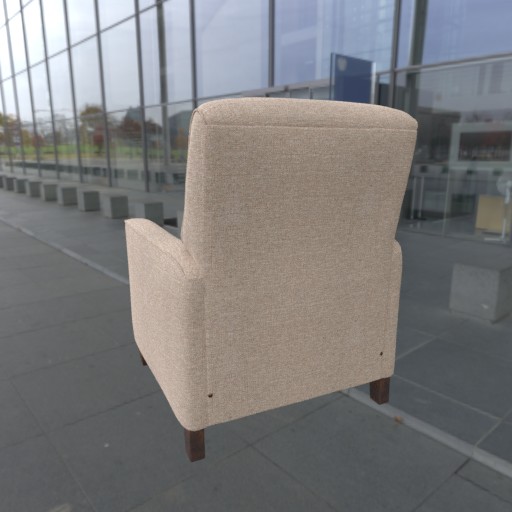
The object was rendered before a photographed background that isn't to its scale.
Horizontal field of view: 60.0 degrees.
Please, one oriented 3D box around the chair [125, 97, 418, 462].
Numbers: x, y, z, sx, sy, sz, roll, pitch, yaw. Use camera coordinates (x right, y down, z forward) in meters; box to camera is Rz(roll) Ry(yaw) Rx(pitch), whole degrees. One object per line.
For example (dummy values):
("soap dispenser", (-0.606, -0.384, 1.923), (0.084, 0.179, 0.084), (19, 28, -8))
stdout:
("chair", (0.000, 0.000, 1.638), (0.841, 1.028, 0.858), (-6, 15, -25))
